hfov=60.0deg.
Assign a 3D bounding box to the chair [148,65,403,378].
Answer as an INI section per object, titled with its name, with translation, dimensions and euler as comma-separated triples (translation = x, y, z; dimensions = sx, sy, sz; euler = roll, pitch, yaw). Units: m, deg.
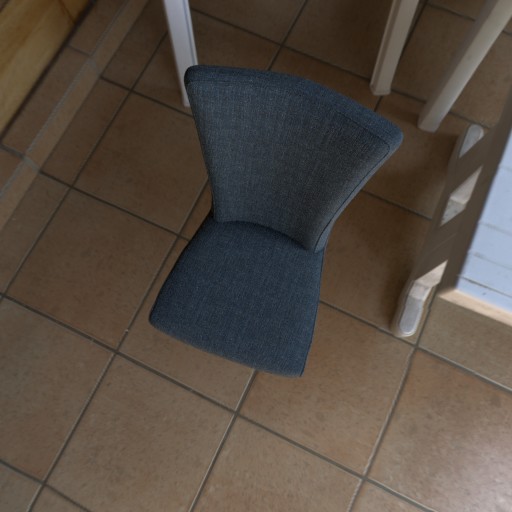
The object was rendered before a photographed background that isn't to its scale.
[chair]
translation = 0.000, 0.000, 1.402
dimensions = 0.520, 0.991, 0.660
euler = 19, 76, 5
